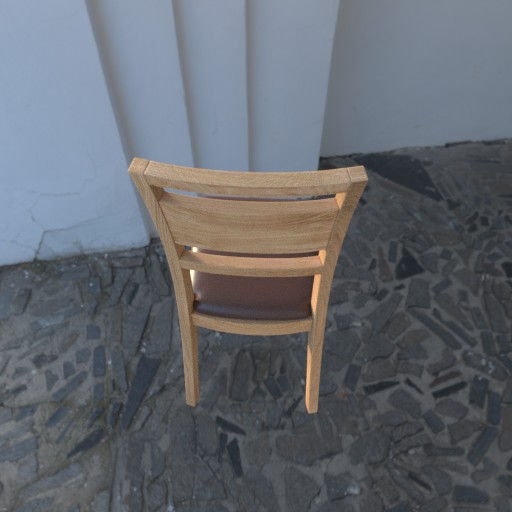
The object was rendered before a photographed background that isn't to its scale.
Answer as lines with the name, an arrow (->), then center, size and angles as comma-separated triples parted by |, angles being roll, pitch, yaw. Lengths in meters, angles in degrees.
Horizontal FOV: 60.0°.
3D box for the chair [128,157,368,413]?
chair -> 0.000, 0.000, 1.241 | 0.420, 0.940, 0.545 | 3, 47, 2
